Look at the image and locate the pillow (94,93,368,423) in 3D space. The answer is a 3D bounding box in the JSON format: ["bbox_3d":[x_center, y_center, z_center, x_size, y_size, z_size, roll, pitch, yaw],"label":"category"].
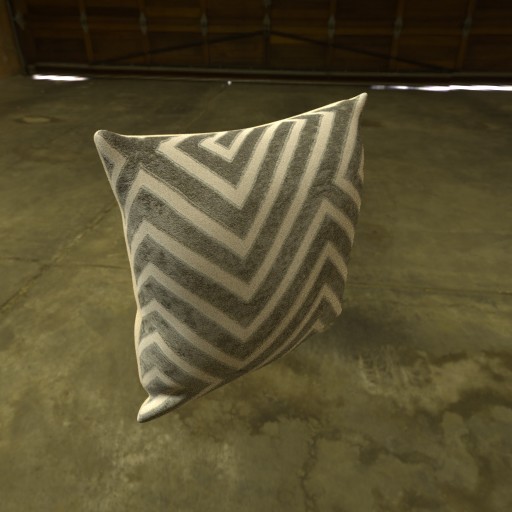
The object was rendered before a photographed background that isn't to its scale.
[{"bbox_3d":[0.000,0.000,0.674,0.440,0.441,0.182,-21,36,-32],"label":"pillow"}]
